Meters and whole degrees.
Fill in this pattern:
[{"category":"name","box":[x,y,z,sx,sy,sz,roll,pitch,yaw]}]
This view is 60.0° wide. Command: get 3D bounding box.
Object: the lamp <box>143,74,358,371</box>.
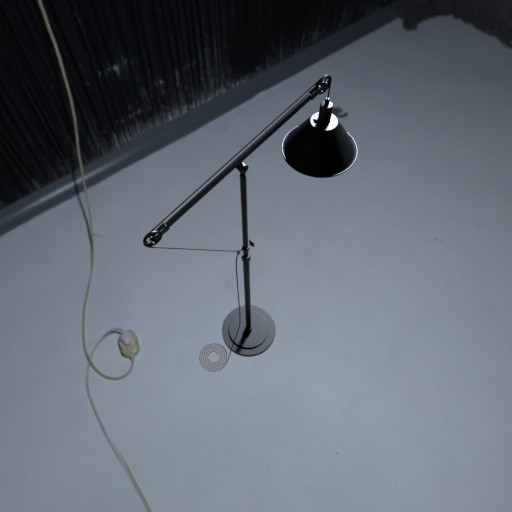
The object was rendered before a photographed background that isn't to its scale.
[{"category":"lamp","box":[0.000,0.000,1.996,0.904,1.626,0.319,-34,64,-19]}]
